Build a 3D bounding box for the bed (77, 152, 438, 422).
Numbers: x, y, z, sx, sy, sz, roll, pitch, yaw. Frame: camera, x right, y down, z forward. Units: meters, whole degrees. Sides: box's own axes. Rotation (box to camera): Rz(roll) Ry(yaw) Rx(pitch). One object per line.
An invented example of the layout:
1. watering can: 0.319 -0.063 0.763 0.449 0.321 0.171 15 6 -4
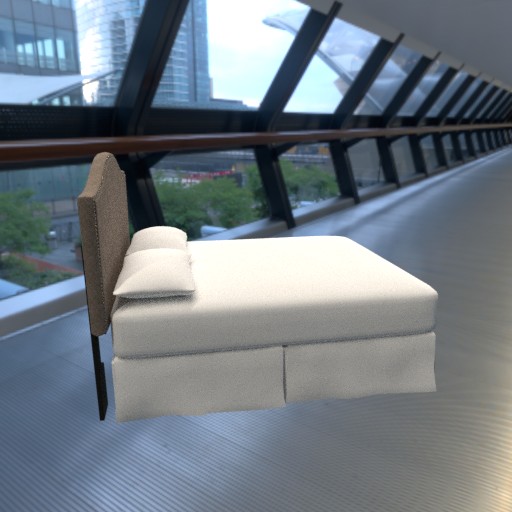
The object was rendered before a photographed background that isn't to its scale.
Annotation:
1. bed: 0.000 0.000 3.304 2.153 1.518 1.713 -3 16 -10
